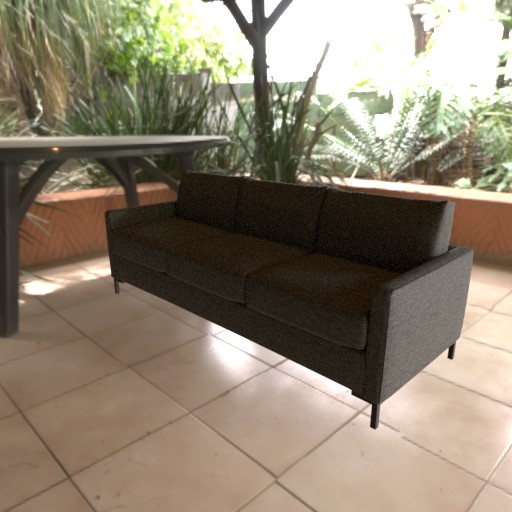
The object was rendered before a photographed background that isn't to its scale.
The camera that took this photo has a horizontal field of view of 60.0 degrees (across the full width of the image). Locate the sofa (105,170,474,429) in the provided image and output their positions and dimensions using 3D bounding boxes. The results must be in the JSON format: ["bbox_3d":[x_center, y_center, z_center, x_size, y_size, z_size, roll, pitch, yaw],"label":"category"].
[{"bbox_3d":[0.000,0.000,2.721,2.253,0.879,0.876,16,23,42],"label":"sofa"}]
